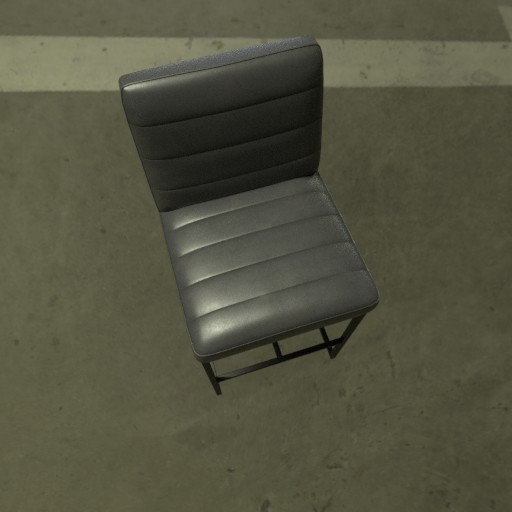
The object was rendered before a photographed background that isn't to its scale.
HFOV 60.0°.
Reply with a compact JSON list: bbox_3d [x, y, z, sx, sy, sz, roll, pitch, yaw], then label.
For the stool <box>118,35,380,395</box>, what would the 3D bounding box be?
[{"bbox_3d":[0.000,0.000,1.248,0.457,0.938,0.552,-16,64,-8],"label":"stool"}]
